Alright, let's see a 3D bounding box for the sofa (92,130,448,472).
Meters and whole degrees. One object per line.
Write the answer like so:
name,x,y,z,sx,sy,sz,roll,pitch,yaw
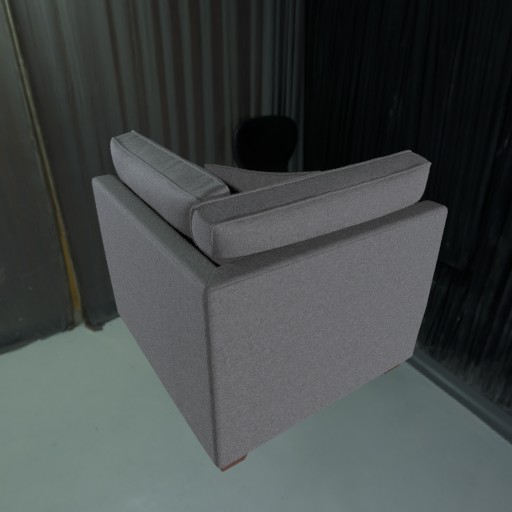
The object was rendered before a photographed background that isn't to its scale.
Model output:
sofa,0.000,0.000,2.013,1.084,1.002,1.146,-18,34,-29
